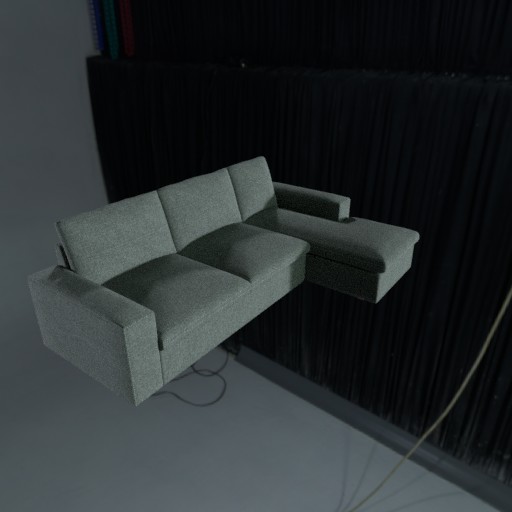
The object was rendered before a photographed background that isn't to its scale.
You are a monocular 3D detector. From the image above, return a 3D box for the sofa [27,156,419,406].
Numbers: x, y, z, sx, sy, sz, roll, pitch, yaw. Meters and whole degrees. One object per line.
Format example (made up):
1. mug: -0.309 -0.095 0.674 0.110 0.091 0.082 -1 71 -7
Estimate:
1. sofa: 0.000 0.000 3.450 1.689 0.940 2.718 18 31 33
